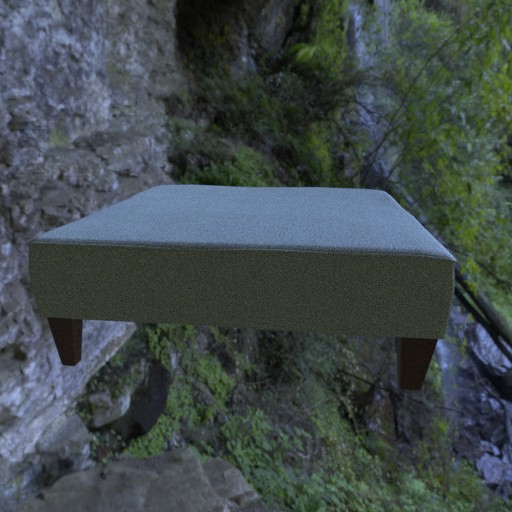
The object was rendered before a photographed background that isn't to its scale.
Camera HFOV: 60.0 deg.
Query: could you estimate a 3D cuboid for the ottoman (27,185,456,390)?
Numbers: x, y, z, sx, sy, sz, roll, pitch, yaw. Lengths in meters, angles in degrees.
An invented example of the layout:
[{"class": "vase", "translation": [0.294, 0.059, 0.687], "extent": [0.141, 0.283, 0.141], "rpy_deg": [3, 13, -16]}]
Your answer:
[{"class": "ottoman", "translation": [0.000, 0.000, 1.503], "extent": [1.004, 0.379, 0.968], "rpy_deg": [2, 17, 7]}]
